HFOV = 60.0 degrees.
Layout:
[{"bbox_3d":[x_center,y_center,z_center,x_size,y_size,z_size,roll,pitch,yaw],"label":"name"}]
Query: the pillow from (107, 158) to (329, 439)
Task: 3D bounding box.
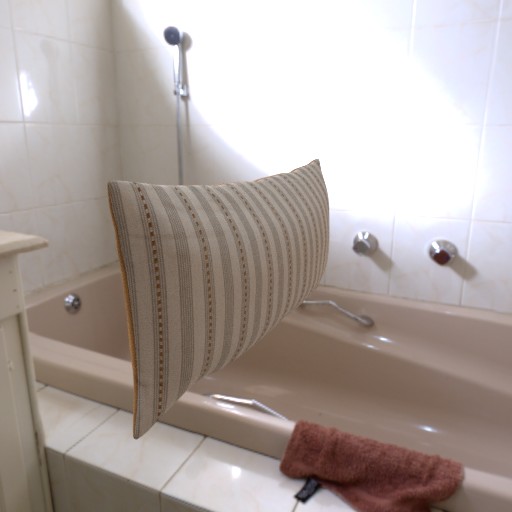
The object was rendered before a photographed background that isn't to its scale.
[{"bbox_3d":[0.000,0.000,0.726,0.151,0.291,0.608,7,16,26],"label":"pillow"}]
